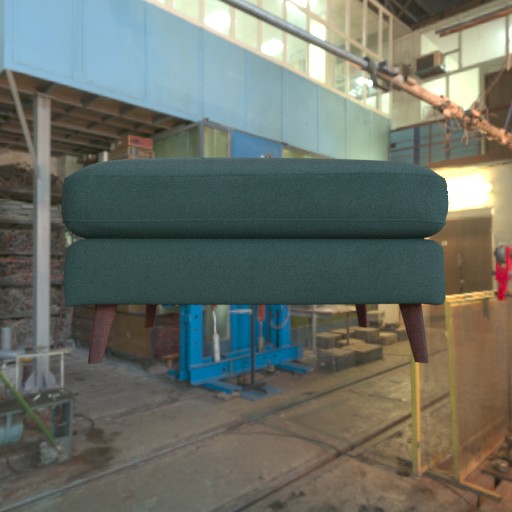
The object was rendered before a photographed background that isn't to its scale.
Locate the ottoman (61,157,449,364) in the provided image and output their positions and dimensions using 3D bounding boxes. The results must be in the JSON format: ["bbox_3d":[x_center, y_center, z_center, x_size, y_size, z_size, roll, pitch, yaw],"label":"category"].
[{"bbox_3d":[0.000,0.000,1.170,0.811,0.449,0.608,0,0,-1],"label":"ottoman"}]
